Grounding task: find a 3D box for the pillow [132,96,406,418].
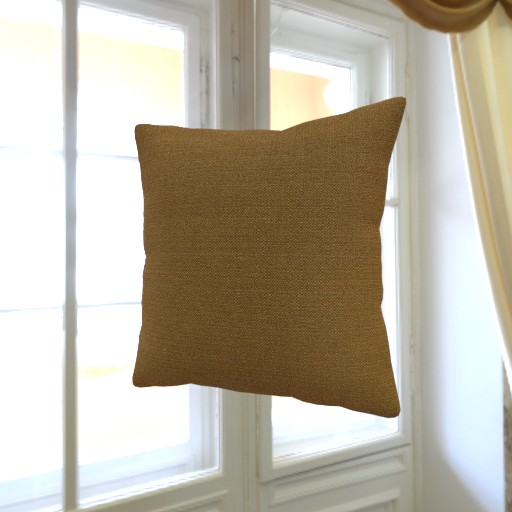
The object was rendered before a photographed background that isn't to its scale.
[{"bbox_3d":[0.000,0.000,0.672,0.432,0.437,0.147,0,0,19],"label":"pillow"}]
